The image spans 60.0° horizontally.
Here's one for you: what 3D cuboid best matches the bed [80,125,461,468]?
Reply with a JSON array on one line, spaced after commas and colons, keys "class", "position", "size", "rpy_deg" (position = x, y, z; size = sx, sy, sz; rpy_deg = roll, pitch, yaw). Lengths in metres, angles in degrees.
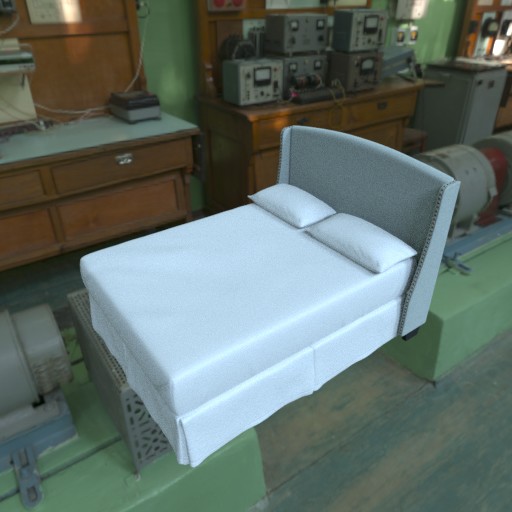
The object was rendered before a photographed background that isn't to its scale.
[{"class": "bed", "position": [0.000, 0.000, 3.346], "size": [2.237, 1.407, 1.710], "rpy_deg": [-21, 37, -30]}]
